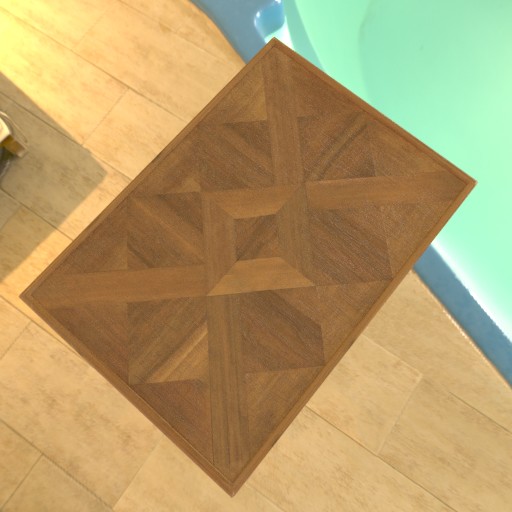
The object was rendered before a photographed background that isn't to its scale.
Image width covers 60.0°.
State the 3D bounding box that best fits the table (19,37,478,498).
[{"bbox_3d":[0.000,0.000,1.649,0.877,0.492,1.238,39,79,9],"label":"table"}]
